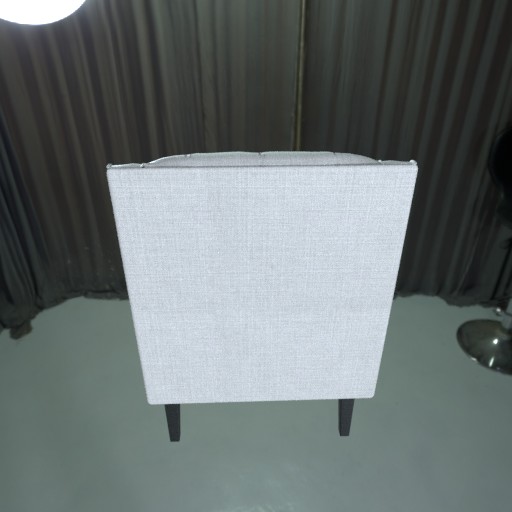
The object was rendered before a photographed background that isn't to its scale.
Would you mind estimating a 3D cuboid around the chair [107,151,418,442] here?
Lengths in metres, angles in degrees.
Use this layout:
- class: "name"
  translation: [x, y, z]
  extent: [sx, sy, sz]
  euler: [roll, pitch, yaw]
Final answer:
- class: "chair"
  translation: [0.000, 0.000, 1.432]
  extent: [0.658, 0.891, 0.772]
  euler: [-1, 31, -2]
